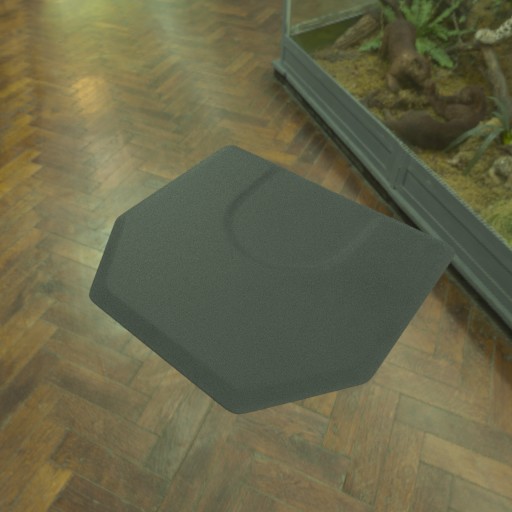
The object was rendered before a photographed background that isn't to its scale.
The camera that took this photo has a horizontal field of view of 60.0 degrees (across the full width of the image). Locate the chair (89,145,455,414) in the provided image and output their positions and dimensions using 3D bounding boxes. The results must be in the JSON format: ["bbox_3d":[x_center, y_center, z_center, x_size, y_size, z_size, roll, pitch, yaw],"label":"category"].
[{"bbox_3d":[0.000,0.000,1.961,1.372,0.024,1.219,30,54,25],"label":"chair"}]
